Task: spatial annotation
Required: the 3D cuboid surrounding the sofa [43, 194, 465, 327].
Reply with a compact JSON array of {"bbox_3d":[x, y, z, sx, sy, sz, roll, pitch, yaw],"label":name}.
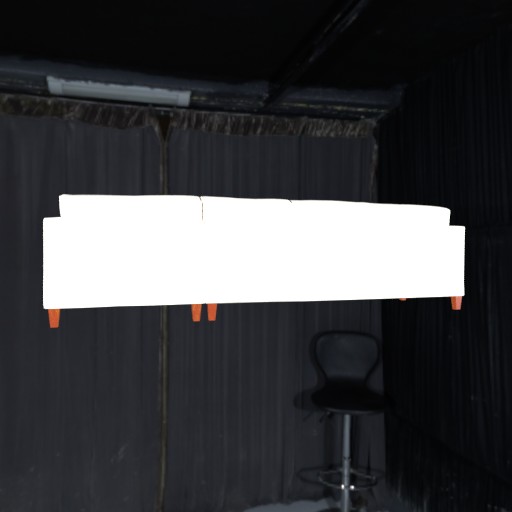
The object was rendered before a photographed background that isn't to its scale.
[{"bbox_3d":[0.000,0.000,4.215,3.471,0.954,1.603,0,1,-17],"label":"sofa"}]
